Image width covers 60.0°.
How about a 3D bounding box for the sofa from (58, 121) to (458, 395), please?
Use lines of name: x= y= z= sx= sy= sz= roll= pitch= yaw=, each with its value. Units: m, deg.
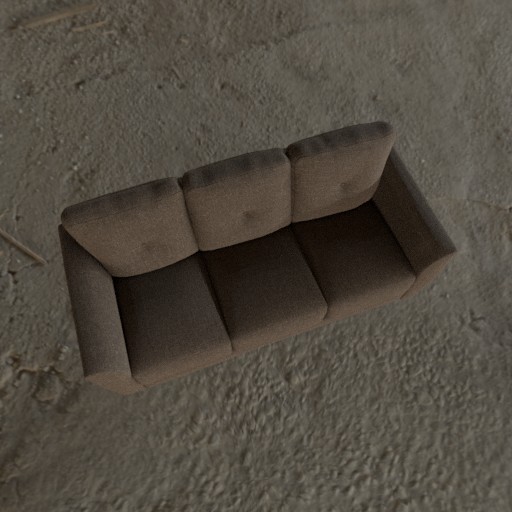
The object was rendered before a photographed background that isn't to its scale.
sofa: x=0.000 y=0.000 z=2.361 sx=1.847 sy=0.891 sz=0.837 roll=-18 pitch=65 yaw=-9
